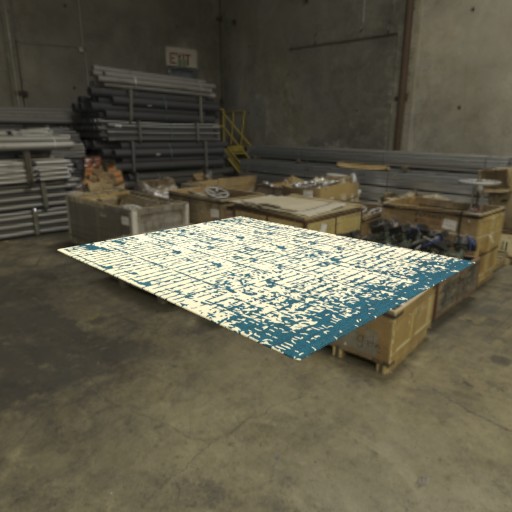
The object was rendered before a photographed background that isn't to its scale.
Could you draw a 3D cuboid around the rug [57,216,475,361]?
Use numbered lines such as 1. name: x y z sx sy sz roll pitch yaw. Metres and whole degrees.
1. rug: 0.000 0.000 4.077 3.017 0.014 2.416 15 22 43
